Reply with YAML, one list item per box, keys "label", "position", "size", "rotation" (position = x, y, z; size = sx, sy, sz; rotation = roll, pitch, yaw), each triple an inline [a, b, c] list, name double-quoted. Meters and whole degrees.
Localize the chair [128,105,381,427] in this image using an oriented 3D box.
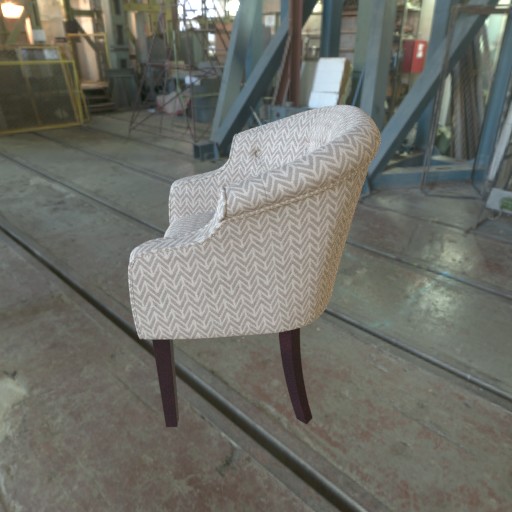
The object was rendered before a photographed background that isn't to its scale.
- label: "chair"
  position: [0.000, 0.000, 1.341]
  size: [0.613, 0.858, 0.686]
  rotation: [0, 26, 0]
